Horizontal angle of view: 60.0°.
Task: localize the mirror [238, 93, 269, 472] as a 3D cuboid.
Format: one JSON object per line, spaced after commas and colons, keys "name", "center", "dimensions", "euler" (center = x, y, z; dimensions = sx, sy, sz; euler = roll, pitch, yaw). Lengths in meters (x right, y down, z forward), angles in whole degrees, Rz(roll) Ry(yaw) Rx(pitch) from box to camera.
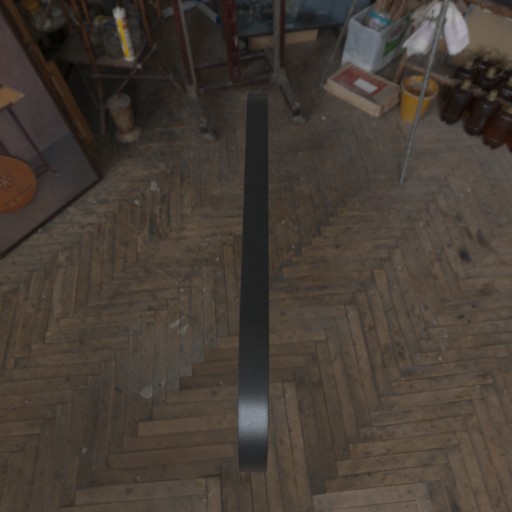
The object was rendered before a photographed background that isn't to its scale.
{"name": "mirror", "center": [0.000, 0.000, 0.663], "dimensions": [0.032, 0.254, 0.584], "euler": [1, 58, 0]}
